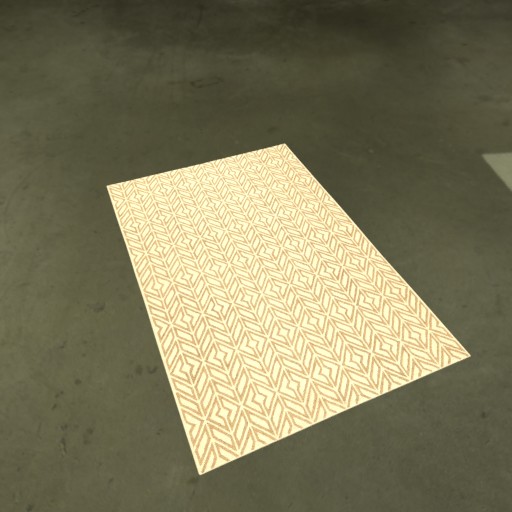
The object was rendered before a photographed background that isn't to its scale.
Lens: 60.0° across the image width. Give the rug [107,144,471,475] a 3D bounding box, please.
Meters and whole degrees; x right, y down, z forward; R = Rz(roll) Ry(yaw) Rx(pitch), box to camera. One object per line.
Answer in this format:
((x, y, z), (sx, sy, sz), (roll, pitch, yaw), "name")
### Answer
((0.000, 0.000, 2.316), (1.220, 0.007, 1.828), (-17, 48, -16), "rug")
